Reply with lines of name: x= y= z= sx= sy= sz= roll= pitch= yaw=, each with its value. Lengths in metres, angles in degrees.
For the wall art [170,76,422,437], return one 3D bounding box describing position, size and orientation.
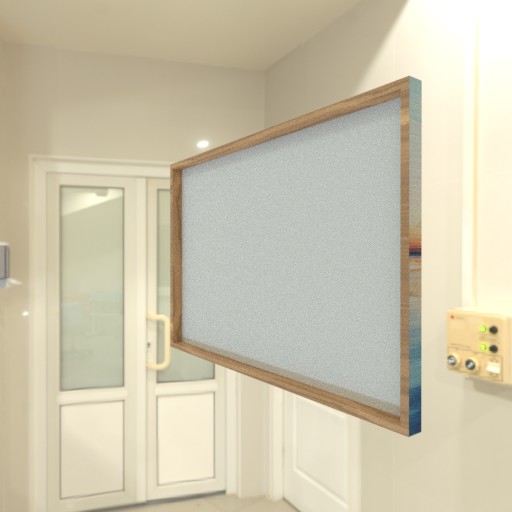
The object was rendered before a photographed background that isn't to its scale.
wall art: x=0.000 y=0.000 z=1.117 sx=0.037 sy=0.605 sz=0.911 roll=0 pitch=0 yaw=-36
